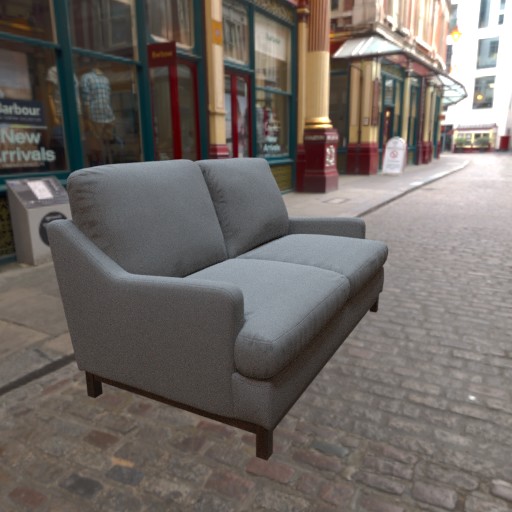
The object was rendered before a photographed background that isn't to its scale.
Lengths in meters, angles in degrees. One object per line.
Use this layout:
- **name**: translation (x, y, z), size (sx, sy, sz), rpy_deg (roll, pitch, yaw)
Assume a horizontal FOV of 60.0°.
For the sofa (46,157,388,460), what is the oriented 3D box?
- **sofa**: translation (0.000, 0.000, 2.173), size (0.987, 0.921, 1.589), rpy_deg (7, 16, 27)
